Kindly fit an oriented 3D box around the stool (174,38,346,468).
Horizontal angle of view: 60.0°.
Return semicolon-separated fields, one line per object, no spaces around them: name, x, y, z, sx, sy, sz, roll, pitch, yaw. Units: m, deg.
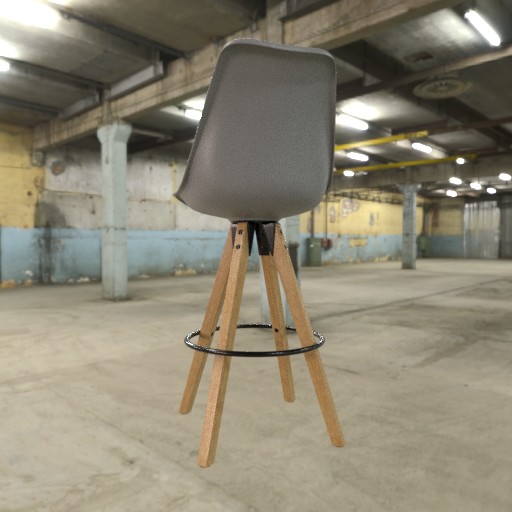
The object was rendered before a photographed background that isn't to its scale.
stool;0.000;0.000;1.407;0.485;1.115;0.550;0;1;-17
